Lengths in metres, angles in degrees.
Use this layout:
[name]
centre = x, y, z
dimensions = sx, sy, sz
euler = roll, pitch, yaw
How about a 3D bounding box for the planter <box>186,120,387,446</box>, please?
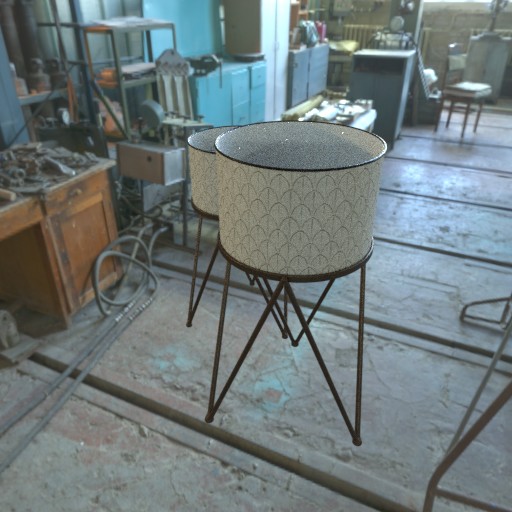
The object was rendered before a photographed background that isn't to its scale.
[planter]
centre = 0.000, 0.000, 1.184
dimensions = 0.413, 0.712, 0.769
euler = -10, 32, -17
